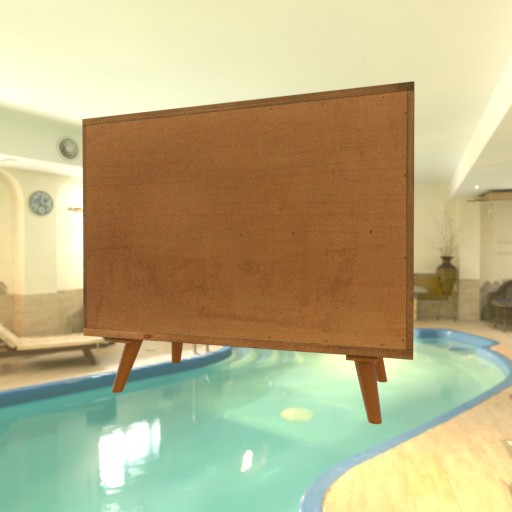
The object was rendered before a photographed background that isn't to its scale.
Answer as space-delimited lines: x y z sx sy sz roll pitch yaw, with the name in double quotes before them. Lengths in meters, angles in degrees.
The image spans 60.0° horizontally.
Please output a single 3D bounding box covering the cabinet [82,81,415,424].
"cabinet" 0.000 0.000 1.540 1.023 0.897 0.529 0 1 19
